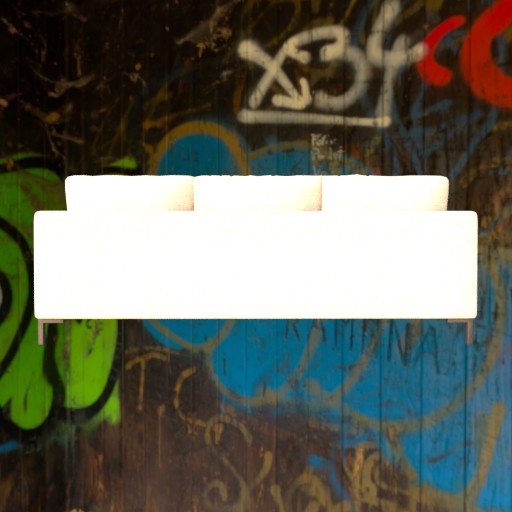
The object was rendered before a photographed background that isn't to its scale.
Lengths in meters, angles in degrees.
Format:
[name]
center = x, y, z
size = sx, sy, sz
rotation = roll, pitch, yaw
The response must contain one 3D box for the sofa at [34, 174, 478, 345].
[sofa]
center = 0.000, 0.000, 2.622
size = 2.218, 0.874, 0.859
rotation = 0, 1, 0
